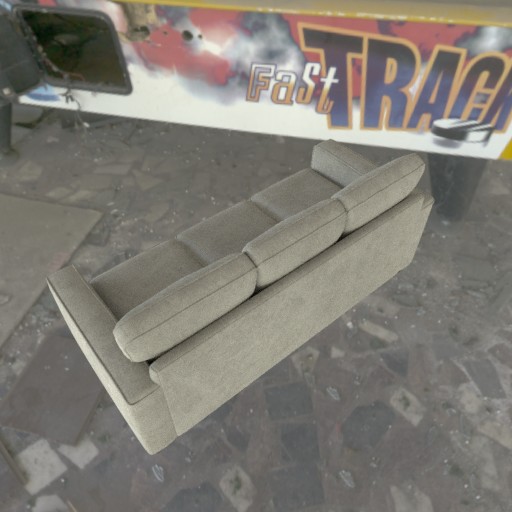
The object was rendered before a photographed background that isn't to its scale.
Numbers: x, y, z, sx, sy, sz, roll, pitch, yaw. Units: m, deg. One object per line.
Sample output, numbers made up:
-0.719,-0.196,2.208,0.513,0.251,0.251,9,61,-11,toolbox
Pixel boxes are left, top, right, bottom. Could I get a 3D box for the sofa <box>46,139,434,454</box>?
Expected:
0.000,0.000,2.641,2.133,0.965,0.939,-31,54,-26,sofa
